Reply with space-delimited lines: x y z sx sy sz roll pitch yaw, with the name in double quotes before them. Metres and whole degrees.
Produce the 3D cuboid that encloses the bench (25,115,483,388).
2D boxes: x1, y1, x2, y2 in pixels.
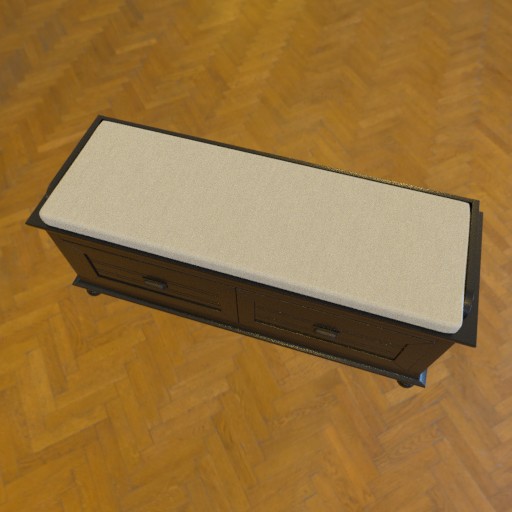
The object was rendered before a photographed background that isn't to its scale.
"bench" 0.000 0.000 1.380 1.185 0.501 0.402 15 60 9
